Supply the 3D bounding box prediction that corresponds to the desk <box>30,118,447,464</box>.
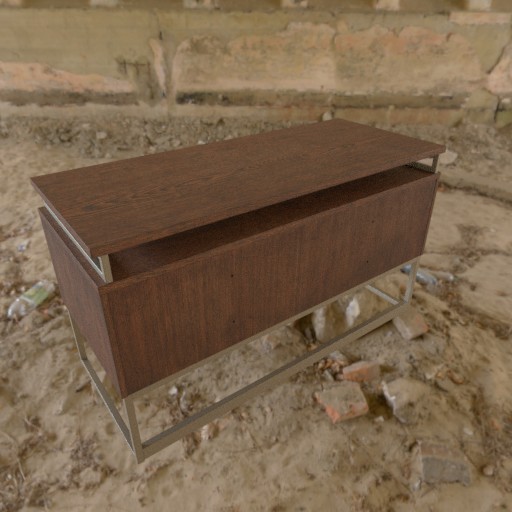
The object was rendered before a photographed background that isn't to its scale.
[{"bbox_3d":[0.000,0.000,1.771,1.384,0.792,0.610,-20,36,-31],"label":"desk"}]
